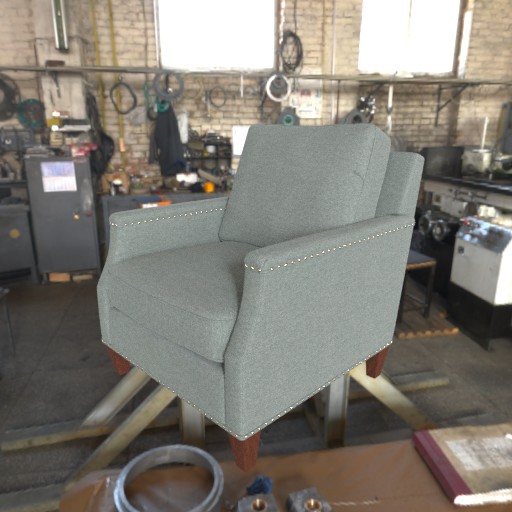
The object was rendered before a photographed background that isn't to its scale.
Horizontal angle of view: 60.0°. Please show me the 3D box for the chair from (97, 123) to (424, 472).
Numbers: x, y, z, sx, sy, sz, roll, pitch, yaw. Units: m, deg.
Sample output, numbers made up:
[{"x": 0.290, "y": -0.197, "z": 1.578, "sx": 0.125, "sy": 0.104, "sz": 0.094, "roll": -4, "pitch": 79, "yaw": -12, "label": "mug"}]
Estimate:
[{"x": 0.000, "y": 0.000, "z": 1.797, "sx": 1.031, "sy": 1.031, "sz": 0.885, "roll": -16, "pitch": 22, "yaw": -42, "label": "chair"}]
